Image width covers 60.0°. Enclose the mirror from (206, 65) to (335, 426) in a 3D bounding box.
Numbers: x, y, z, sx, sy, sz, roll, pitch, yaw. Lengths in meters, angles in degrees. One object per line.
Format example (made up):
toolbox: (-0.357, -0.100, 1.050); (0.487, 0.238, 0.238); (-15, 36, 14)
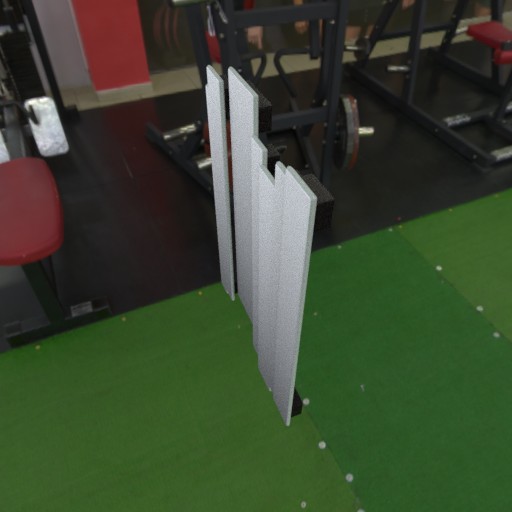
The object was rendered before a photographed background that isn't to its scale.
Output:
mirror: (0.000, 0.000, 0.818); (0.058, 0.611, 0.445); (-16, 47, -15)
